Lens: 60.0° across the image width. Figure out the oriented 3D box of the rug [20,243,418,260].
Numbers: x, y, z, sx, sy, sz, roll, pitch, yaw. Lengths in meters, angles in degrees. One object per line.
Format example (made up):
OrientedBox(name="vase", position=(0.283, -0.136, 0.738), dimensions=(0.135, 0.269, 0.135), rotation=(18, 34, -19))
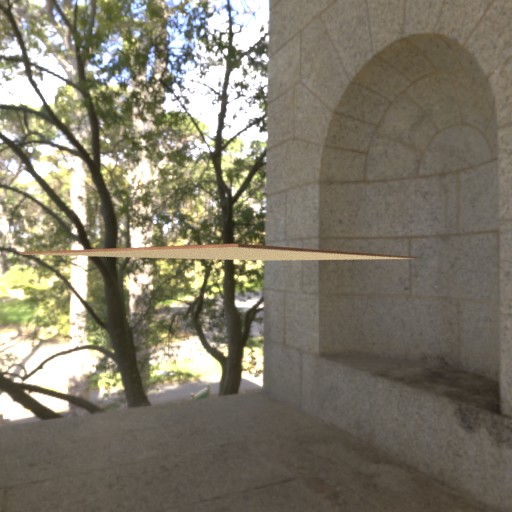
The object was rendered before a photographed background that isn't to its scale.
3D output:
OrientedBox(name="rug", position=(0.000, 0.000, 3.034), dimensions=(1.524, 0.014, 2.438), rotation=(-1, -2, 35))
